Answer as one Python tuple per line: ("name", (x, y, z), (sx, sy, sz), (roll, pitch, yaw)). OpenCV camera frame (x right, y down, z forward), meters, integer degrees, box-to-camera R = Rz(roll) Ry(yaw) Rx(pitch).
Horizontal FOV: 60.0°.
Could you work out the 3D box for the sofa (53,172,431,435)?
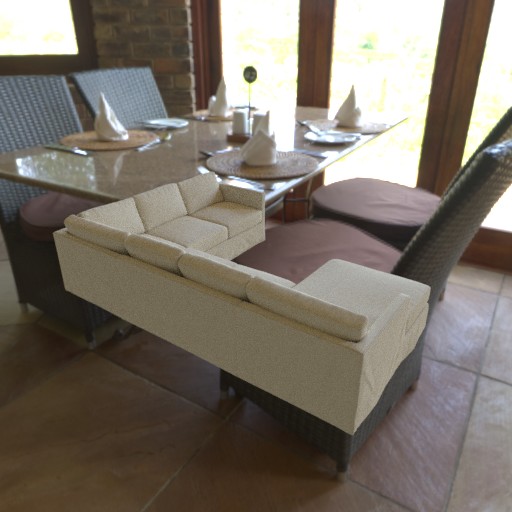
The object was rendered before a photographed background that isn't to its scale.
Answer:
("sofa", (0.000, 0.000, 4.650), (3.464, 0.882, 2.448), (17, 30, 31))
